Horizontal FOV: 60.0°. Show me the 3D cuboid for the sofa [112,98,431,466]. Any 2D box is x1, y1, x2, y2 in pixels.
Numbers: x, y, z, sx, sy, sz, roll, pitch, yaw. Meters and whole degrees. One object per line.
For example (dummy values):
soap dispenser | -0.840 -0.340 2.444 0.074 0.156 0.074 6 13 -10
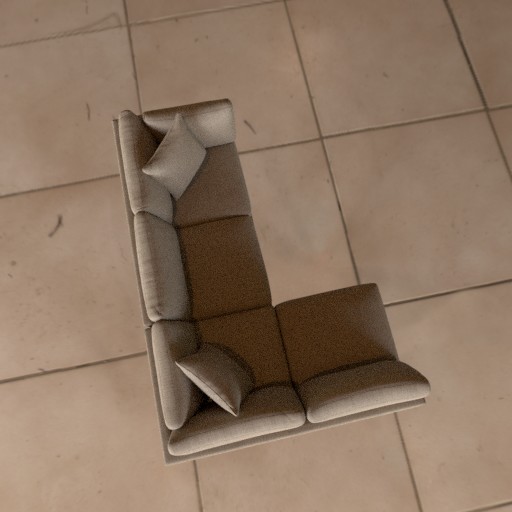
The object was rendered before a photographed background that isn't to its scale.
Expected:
sofa | 0.000 0.000 3.801 1.994 0.978 2.896 -12 75 -3
